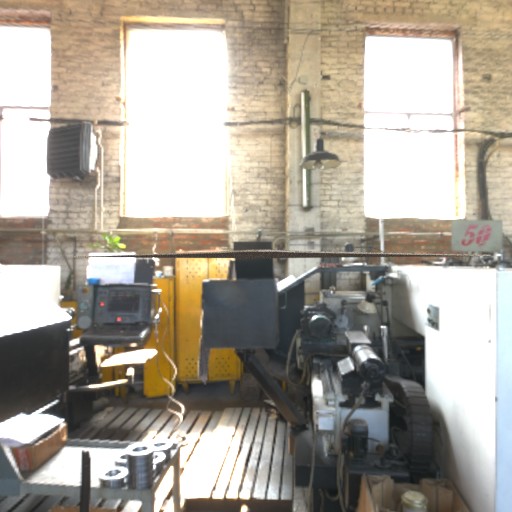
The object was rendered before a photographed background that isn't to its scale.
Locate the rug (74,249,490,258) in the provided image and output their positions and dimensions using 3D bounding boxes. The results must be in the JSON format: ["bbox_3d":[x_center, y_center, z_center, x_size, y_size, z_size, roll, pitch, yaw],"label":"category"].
[{"bbox_3d":[0.000,0.000,4.182,2.437,0.015,3.205,1,-1,-38],"label":"rug"}]
